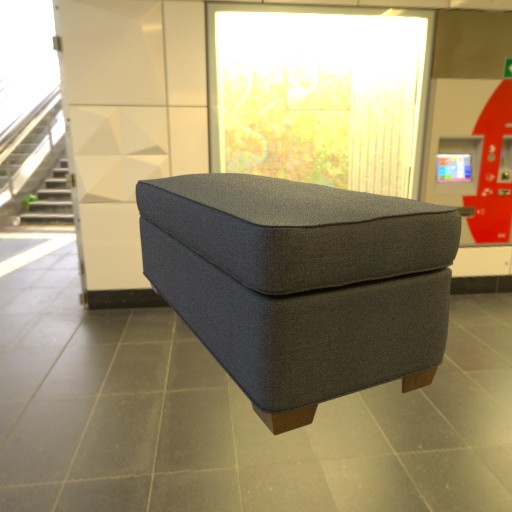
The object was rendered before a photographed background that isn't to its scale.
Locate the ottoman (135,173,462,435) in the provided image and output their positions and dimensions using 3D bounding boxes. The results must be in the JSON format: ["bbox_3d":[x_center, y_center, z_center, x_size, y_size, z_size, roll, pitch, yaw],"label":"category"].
[{"bbox_3d":[0.000,0.000,1.384,0.515,0.460,1.110,-7,16,-25],"label":"ottoman"}]
